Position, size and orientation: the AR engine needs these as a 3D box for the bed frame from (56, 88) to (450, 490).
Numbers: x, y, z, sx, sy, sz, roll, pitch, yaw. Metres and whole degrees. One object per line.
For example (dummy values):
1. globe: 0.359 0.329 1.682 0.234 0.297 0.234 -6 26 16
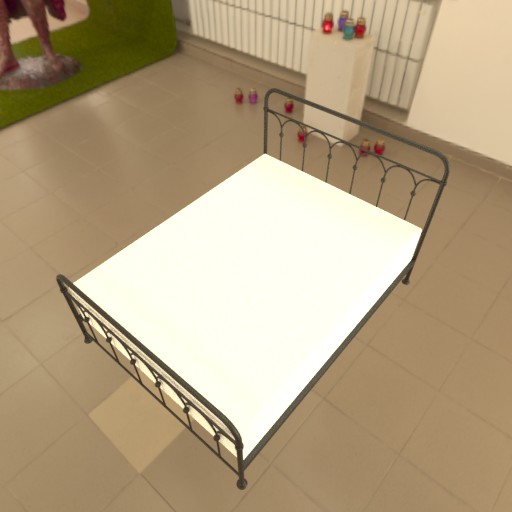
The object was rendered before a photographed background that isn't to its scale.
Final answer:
1. bed frame: 0.000 0.000 3.182 1.664 1.276 2.203 32 54 26
